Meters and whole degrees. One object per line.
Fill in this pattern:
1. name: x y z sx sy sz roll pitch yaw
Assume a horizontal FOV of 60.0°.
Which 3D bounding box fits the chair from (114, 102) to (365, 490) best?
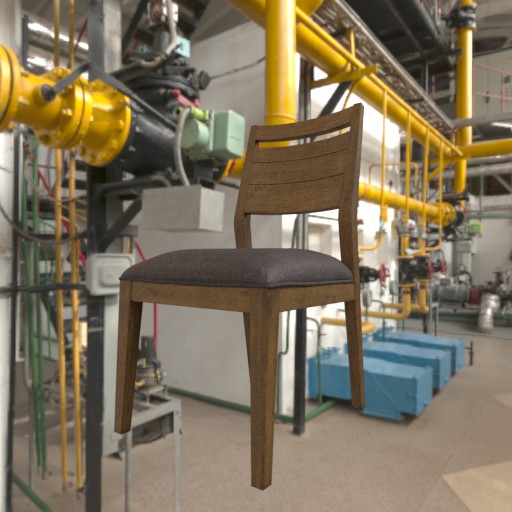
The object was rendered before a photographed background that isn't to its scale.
1. chair: 0.000 0.000 1.279 0.501 0.939 0.610 0 0 37
